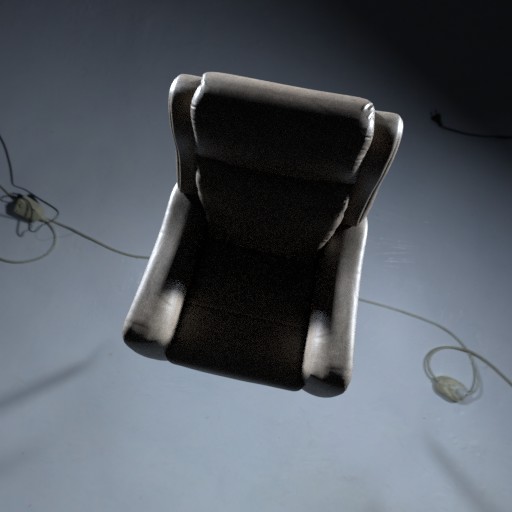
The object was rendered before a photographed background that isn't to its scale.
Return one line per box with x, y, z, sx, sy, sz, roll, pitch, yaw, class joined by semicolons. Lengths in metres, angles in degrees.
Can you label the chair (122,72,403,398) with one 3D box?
0.000;0.000;1.939;0.967;1.116;1.068;12;76;3;chair
